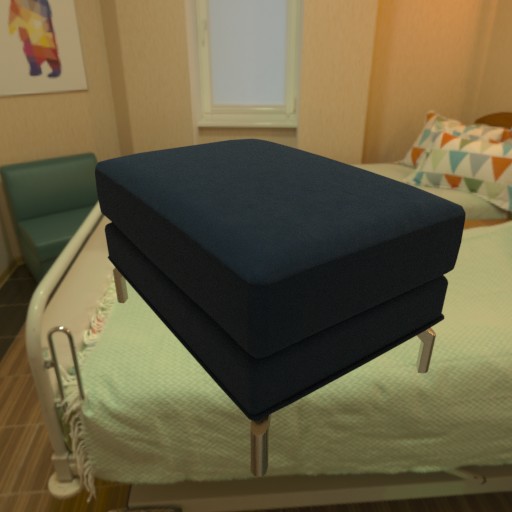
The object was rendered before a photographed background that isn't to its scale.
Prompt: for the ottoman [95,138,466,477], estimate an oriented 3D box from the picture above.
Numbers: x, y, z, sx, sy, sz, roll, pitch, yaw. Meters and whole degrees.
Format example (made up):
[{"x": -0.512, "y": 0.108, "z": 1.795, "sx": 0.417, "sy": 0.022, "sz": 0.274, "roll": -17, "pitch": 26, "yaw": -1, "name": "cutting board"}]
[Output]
[{"x": 0.000, "y": 0.000, "z": 1.208, "sx": 0.587, "sy": 0.498, "sz": 0.835, "roll": -17, "pitch": 31, "yaw": -31, "name": "ottoman"}]
